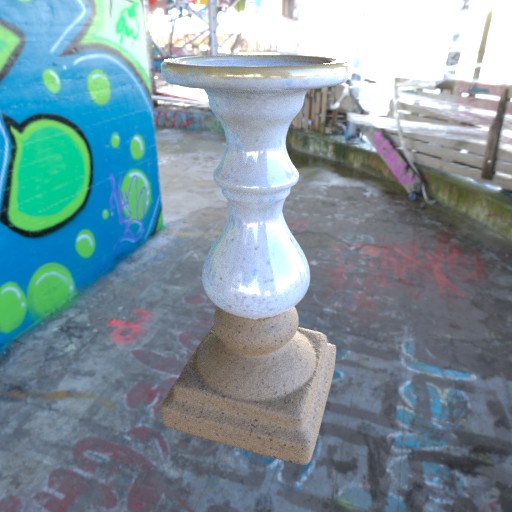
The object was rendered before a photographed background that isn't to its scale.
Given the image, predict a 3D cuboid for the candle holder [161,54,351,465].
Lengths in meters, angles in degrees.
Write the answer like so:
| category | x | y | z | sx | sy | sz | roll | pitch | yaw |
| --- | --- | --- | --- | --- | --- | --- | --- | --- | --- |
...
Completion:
| category | x | y | z | sx | sy | sz | roll | pitch | yaw |
| --- | --- | --- | --- | --- | --- | --- | --- | --- | --- |
| candle holder | 0.000 | 0.000 | 0.294 | 0.110 | 0.239 | 0.110 | 9 | 29 | 16 |
